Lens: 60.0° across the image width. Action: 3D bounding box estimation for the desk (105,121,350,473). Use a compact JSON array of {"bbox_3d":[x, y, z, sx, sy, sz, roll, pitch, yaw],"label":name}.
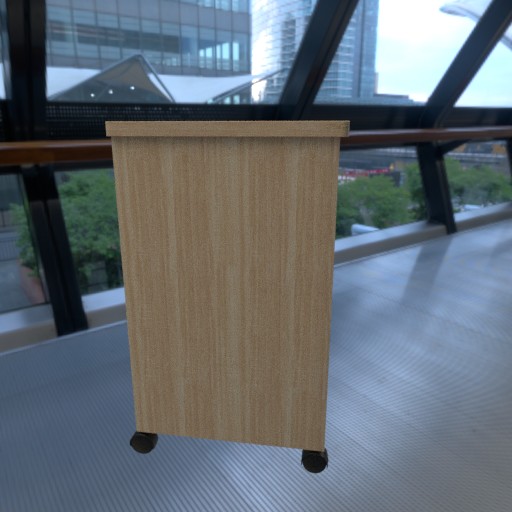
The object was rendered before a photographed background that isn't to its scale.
[{"bbox_3d":[0.000,0.000,1.349,0.480,0.770,0.884,3,16,9],"label":"desk"}]
